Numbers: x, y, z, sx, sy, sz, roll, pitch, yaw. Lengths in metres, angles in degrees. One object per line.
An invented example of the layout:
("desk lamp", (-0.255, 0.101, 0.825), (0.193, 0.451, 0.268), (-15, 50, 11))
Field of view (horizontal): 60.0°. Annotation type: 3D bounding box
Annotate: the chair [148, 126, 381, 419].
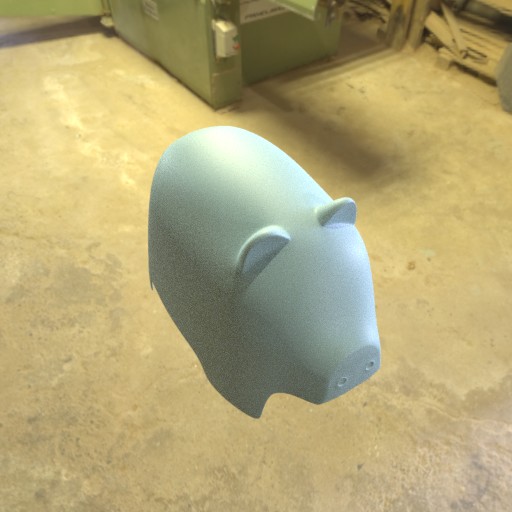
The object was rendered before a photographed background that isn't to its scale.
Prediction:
("chair", (0.000, 0.000, 0.877), (0.364, 0.423, 0.619), (-23, 51, -21))
